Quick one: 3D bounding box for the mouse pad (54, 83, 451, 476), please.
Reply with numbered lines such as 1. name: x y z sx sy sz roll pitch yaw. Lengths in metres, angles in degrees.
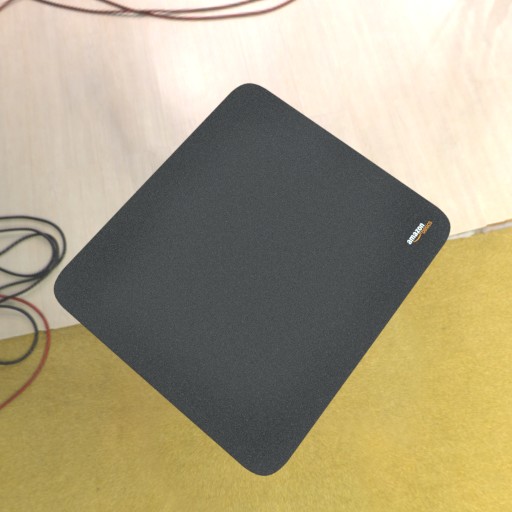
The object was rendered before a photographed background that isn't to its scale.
1. mouse pad: 0.000 0.000 0.322 0.203 0.003 0.229 38 78 10
